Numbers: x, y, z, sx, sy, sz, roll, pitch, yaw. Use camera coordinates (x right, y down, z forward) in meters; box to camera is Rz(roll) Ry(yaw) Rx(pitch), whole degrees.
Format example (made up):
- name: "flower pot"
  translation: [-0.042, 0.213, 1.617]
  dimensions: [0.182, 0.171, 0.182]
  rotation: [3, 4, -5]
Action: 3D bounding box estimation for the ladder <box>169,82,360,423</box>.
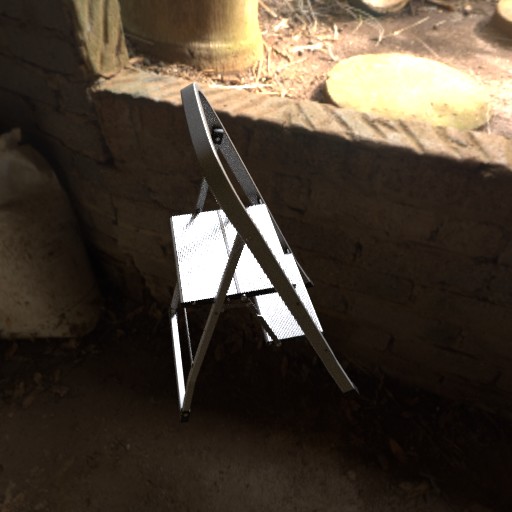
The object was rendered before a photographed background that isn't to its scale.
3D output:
- name: "ladder"
  translation: [0.000, 0.000, 1.149]
  dimensions: [0.530, 0.830, 0.465]
  rotation: [-9, 45, -9]
